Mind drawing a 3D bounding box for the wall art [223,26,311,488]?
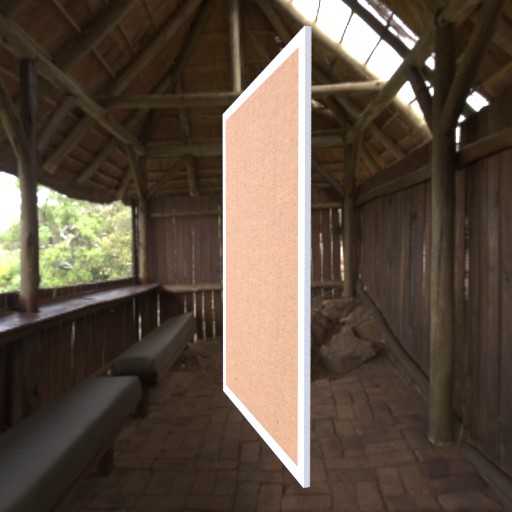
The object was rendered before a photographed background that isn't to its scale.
[{"bbox_3d":[0.000,0.000,1.240,0.015,0.965,0.660,-1,2,-19],"label":"wall art"}]
